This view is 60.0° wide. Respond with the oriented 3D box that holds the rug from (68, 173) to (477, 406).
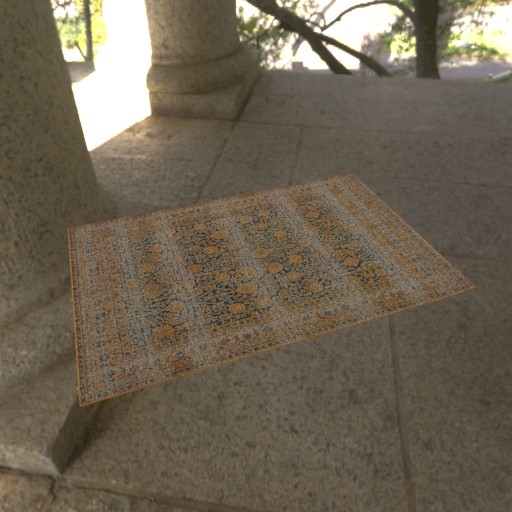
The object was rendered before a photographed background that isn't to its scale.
[{"bbox_3d":[0.000,0.000,2.962,2.336,0.007,1.525,-13,41,-15],"label":"rug"}]
